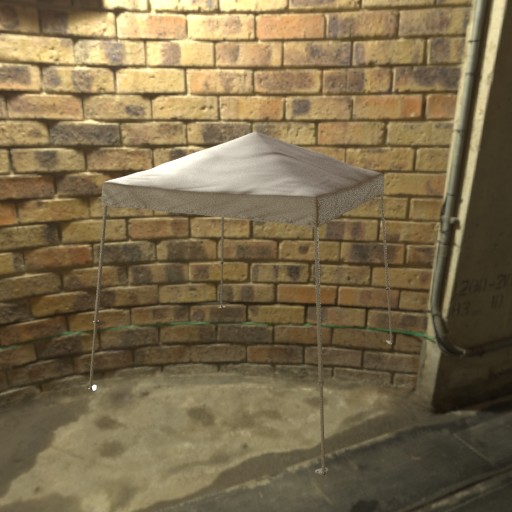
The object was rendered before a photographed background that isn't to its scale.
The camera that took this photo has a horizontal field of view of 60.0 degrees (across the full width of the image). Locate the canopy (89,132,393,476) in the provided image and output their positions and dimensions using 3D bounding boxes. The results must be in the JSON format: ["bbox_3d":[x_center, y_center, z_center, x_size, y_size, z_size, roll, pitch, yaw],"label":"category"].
[{"bbox_3d":[0.000,0.000,6.671,3.600,3.600,3.599,8,18,27],"label":"canopy"}]
